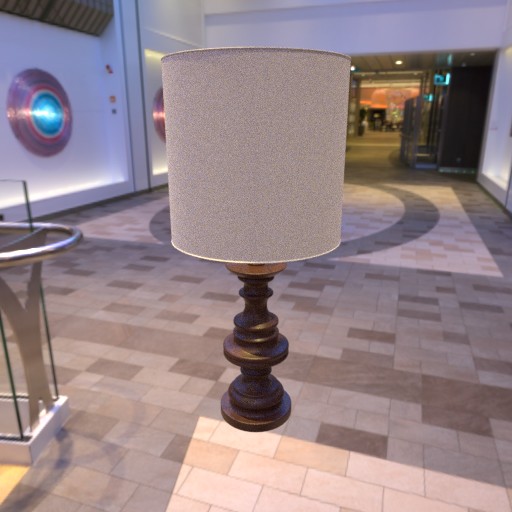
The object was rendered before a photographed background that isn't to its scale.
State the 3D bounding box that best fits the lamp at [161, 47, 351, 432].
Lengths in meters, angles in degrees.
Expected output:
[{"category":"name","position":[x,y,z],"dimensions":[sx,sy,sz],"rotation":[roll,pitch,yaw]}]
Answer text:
[{"category":"lamp","position":[0.000,0.000,0.562],"dimensions":[0.208,0.455,0.208],"rotation":[-9,19,-26]}]
